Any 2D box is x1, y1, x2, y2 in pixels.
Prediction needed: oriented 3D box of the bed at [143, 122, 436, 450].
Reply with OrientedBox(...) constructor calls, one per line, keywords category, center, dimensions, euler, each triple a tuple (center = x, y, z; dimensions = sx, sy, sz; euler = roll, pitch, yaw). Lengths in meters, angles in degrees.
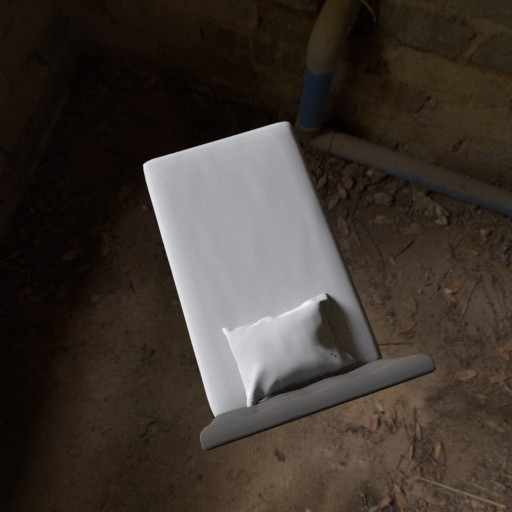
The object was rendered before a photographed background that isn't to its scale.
OrientedBox(category="bed", center=(0.000, 0.000, 3.000), dimensions=(1.261, 1.571, 1.997), euler=(-17, 76, -5))
